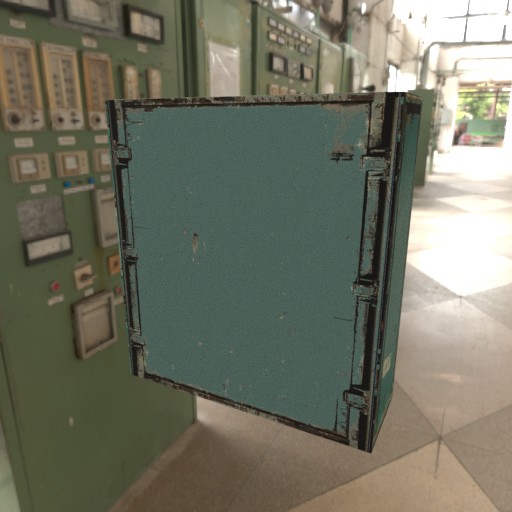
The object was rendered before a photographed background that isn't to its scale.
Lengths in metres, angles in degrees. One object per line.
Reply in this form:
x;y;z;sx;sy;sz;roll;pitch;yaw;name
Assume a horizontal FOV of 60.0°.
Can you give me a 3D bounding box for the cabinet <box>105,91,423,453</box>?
0.000;0.000;3.228;2.000;2.160;0.680;9;19;26;cabinet
